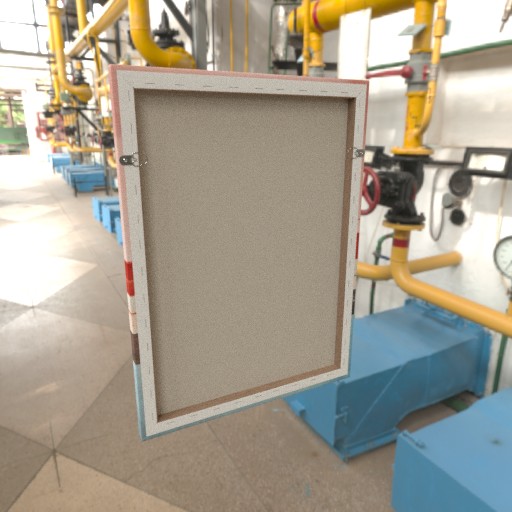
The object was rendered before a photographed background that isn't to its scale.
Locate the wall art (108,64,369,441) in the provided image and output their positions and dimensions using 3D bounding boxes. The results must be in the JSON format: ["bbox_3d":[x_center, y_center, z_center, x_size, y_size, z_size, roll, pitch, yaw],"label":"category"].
[{"bbox_3d":[0.000,0.000,1.329,0.761,1.016,0.039,-8,18,-26],"label":"wall art"}]
